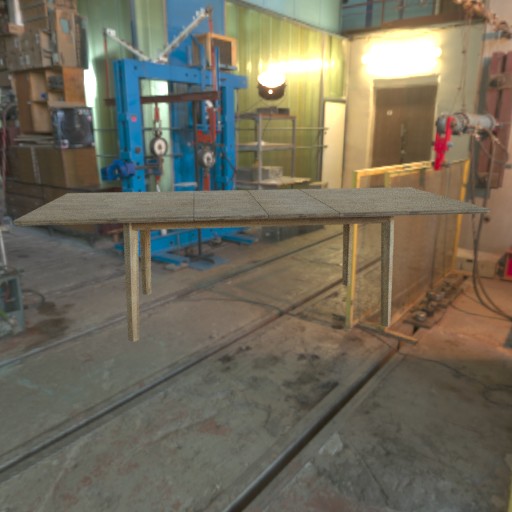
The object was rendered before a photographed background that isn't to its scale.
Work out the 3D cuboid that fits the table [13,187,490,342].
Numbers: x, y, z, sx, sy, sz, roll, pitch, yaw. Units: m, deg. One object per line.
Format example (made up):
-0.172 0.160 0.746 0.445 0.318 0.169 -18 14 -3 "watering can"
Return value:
0.000 0.000 2.981 2.603 0.752 1.000 -2 16 -7 "table"
